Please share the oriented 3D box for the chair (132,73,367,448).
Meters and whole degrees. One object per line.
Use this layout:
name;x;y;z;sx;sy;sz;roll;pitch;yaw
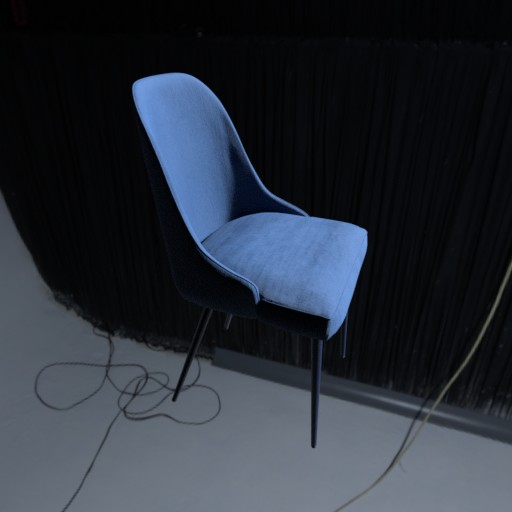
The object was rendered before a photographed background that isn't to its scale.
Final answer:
chair;0.000;0.000;1.217;0.559;0.896;0.478;11;31;19
